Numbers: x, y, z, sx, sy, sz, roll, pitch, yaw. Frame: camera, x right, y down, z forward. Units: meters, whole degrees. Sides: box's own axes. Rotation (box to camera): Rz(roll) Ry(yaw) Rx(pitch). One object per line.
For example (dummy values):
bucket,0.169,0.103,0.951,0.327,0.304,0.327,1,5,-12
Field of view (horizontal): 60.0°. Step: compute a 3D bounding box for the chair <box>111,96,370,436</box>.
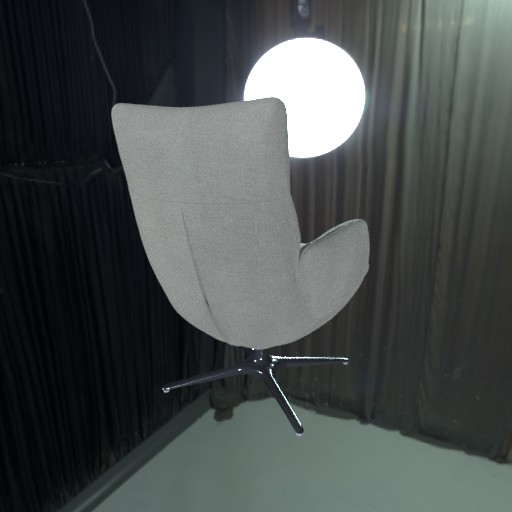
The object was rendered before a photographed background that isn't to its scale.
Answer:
chair,0.000,0.000,1.599,0.711,1.016,0.889,8,17,26
